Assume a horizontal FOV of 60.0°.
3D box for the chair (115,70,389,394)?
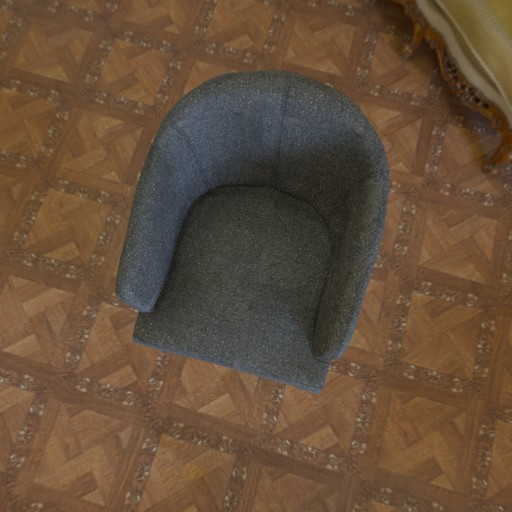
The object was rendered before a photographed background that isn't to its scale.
[{"bbox_3d":[0.000,0.000,1.282,0.583,0.811,0.655,14,74,4],"label":"chair"}]
